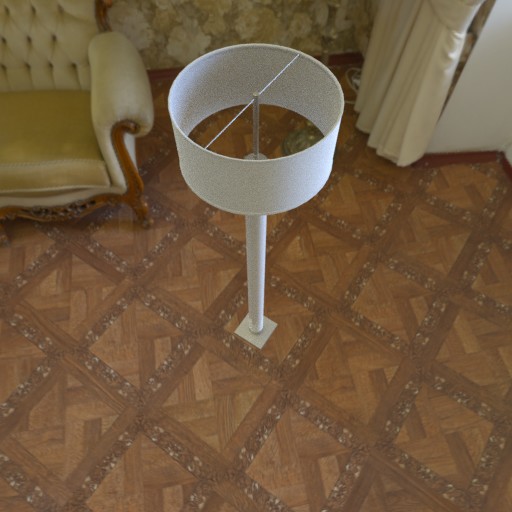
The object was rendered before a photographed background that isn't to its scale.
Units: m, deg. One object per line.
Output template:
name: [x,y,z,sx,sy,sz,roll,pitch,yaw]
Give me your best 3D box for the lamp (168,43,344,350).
lamp: [0.000,0.000,1.677,0.420,1.475,0.420,30,63,17]
